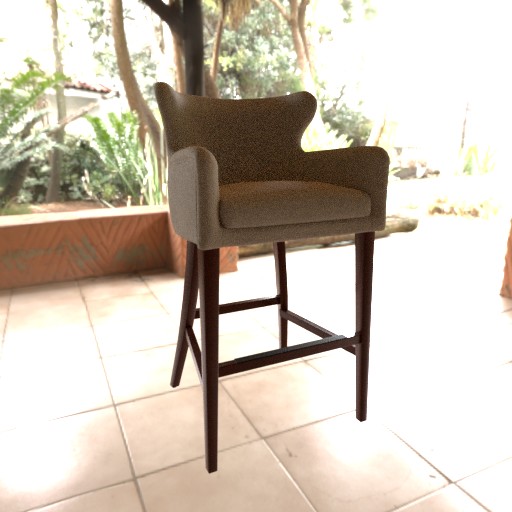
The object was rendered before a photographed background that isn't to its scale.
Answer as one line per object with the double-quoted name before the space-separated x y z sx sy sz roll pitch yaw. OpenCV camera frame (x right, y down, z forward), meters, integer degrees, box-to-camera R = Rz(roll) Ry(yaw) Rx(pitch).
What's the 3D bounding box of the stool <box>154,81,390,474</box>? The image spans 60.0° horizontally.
"stool" 0.000 0.000 1.399 0.556 1.034 0.563 -7 16 -25
